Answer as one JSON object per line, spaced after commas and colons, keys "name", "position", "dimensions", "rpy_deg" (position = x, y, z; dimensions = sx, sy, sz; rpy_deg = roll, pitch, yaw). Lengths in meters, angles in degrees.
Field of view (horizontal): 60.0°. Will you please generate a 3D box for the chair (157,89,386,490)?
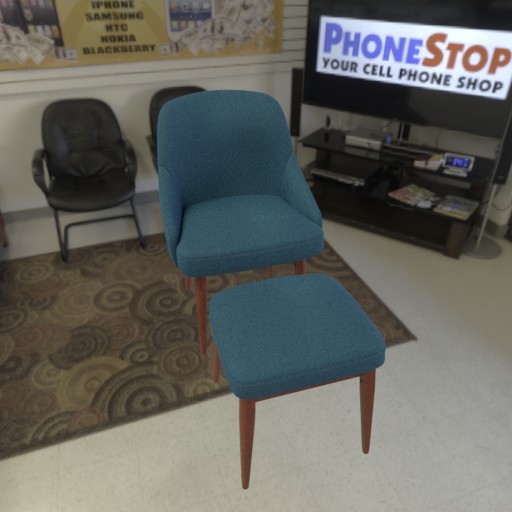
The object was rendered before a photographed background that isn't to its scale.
{"name": "chair", "position": [0.000, 0.000, 1.547], "dimensions": [0.584, 0.866, 1.114], "rpy_deg": [-9, 35, -14]}
